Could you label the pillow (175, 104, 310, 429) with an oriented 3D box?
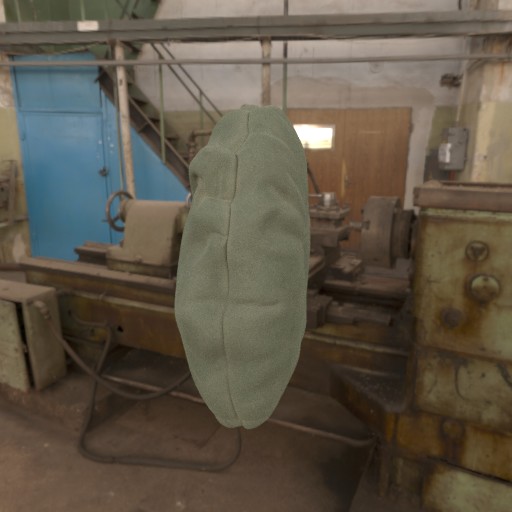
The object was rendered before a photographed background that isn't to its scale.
[{"bbox_3d":[0.000,0.000,0.629,0.148,0.407,0.428,2,15,8],"label":"pillow"}]
